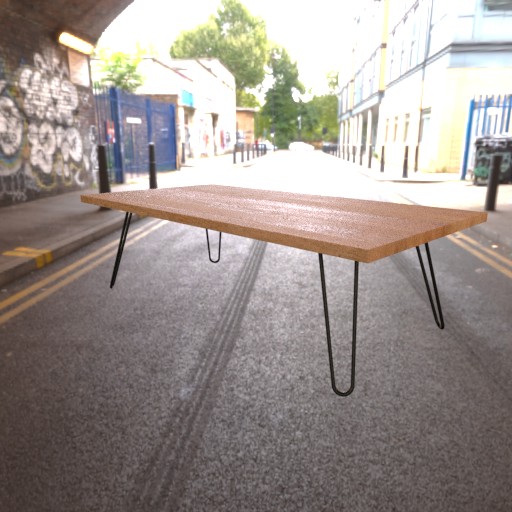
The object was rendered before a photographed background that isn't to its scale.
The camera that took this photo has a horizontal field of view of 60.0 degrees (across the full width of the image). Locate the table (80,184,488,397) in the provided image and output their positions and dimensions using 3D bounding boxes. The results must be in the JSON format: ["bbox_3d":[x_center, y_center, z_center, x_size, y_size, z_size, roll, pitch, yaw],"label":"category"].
[{"bbox_3d":[0.000,0.000,1.654,1.348,0.400,0.699,14,20,43],"label":"table"}]
